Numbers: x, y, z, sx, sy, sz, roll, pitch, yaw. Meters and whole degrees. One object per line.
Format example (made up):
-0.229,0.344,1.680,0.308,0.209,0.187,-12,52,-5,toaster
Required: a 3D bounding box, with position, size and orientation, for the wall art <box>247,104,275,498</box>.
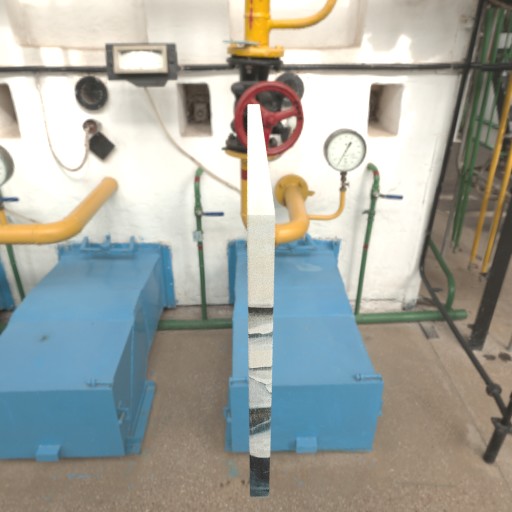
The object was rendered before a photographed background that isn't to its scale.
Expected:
0.000,0.000,1.145,0.039,0.609,0.914,0,28,-1,wall art
